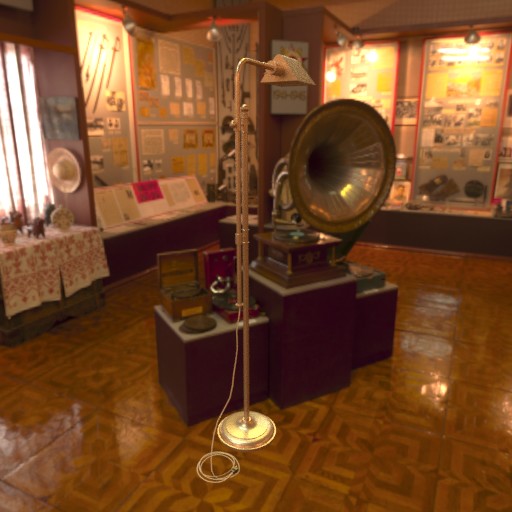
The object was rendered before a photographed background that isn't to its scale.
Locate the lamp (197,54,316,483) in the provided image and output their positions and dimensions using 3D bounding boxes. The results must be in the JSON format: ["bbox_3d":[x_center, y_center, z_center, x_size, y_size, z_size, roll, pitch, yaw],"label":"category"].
[{"bbox_3d":[0.000,0.000,1.813,0.256,1.571,0.813,8,18,27],"label":"lamp"}]
